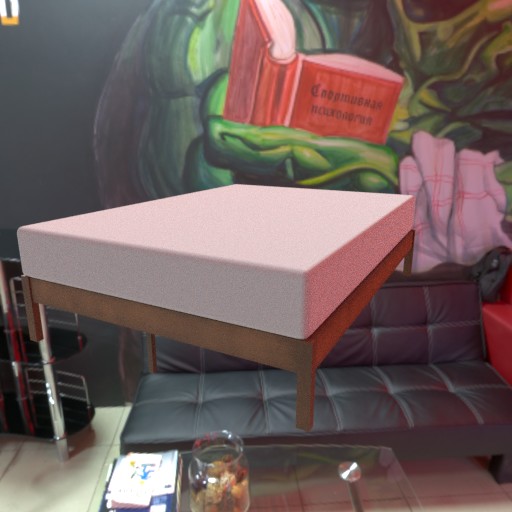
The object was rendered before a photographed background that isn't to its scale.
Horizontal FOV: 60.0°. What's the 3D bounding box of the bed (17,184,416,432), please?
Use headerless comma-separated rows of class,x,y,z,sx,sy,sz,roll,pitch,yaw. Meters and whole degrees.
bed,0.000,0.000,2.708,1.529,0.593,2.050,8,18,27
